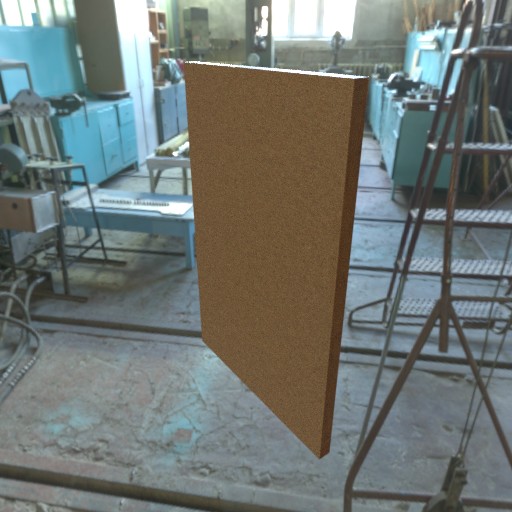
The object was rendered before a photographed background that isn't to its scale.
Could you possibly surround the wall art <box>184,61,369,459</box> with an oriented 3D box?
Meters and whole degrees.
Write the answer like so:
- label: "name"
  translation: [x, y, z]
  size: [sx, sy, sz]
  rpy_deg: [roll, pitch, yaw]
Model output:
- label: "wall art"
  translation: [0.000, 0.000, 1.168]
  size: [0.037, 0.914, 0.610]
  rpy_deg: [-18, 32, -31]
